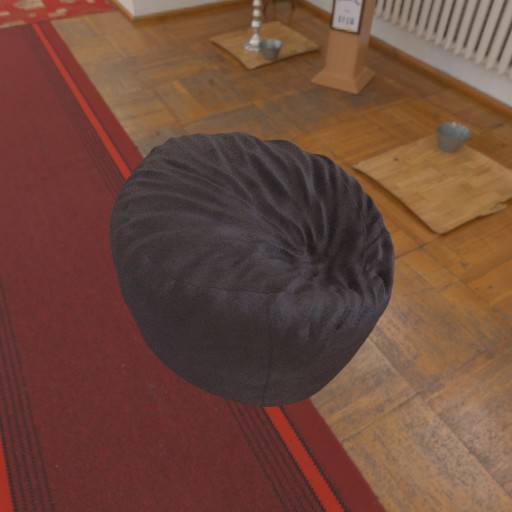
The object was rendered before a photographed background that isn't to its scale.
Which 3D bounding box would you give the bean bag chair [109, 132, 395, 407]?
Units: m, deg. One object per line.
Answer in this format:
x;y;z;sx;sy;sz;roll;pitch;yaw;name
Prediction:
0.000;0.000;2.079;1.245;0.821;1.245;0;45;0;bean bag chair
